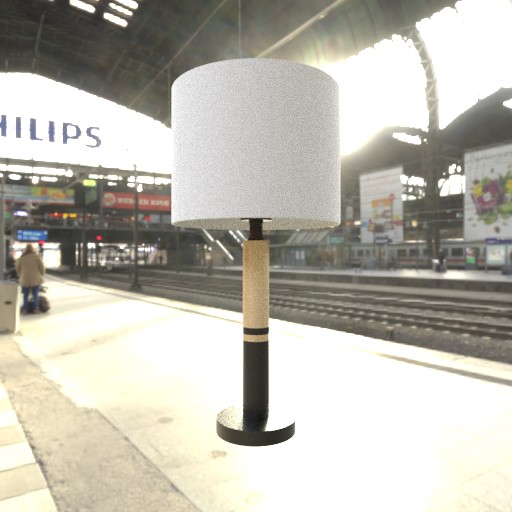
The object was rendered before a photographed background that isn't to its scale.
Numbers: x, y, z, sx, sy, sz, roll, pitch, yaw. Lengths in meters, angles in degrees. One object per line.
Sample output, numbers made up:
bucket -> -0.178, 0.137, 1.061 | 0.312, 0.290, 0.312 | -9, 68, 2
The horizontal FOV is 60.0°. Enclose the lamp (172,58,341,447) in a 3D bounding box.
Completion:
lamp -> 0.000, 0.000, 0.814 | 0.305, 0.640, 0.305 | 0, 0, -37
